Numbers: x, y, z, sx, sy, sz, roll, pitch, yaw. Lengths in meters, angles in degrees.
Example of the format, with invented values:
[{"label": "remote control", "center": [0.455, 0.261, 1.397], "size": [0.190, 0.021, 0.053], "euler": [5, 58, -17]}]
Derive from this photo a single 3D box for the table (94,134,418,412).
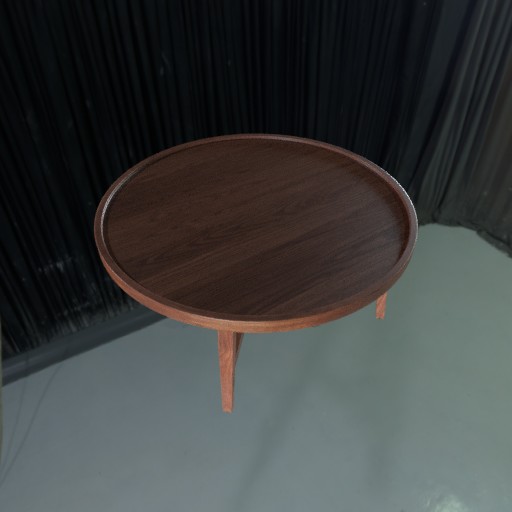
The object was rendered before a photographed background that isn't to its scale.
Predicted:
[{"label": "table", "center": [0.000, 0.000, 1.254], "size": [0.800, 0.360, 0.800], "euler": [0, 41, 0]}]
